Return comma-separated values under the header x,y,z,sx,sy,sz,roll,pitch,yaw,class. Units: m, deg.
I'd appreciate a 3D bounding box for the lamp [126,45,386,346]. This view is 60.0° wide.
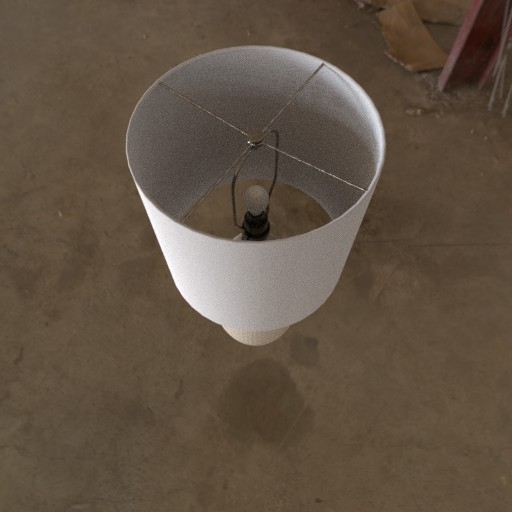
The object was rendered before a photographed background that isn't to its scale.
x,y,z,sx,sy,sz,roll,pitch,yaw,class
0.000,0.000,0.572,0.217,0.453,0.217,31,67,15,lamp
